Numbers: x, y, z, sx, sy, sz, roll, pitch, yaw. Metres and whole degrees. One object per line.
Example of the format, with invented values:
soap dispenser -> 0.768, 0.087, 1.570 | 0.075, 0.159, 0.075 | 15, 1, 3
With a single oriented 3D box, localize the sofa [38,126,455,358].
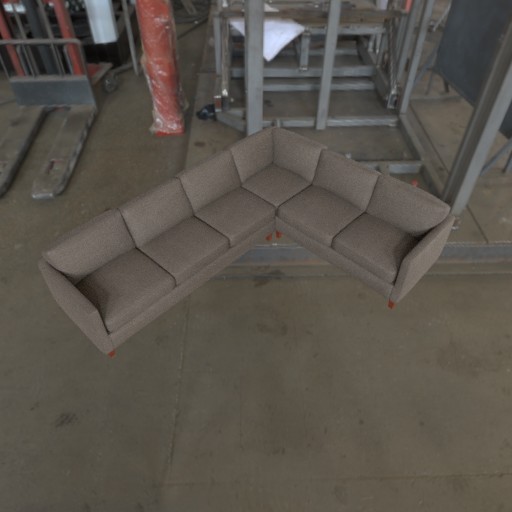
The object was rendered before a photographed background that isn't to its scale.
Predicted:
sofa -> 0.000, 0.000, 4.478 | 2.593, 0.947, 3.302 | 34, 54, 29
